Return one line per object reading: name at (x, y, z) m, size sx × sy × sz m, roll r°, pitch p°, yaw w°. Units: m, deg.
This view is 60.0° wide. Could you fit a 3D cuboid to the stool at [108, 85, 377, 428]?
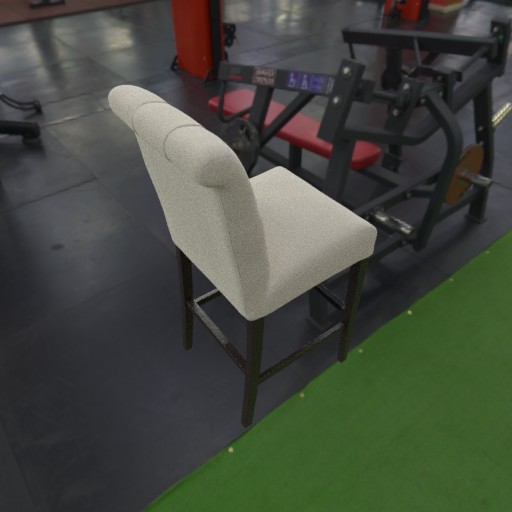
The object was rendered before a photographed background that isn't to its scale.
stool at (0.000, 0.000, 1.461) m, size 0.610 × 1.118 × 0.482 m, roll -26°, pitch 48°, yaw -27°
